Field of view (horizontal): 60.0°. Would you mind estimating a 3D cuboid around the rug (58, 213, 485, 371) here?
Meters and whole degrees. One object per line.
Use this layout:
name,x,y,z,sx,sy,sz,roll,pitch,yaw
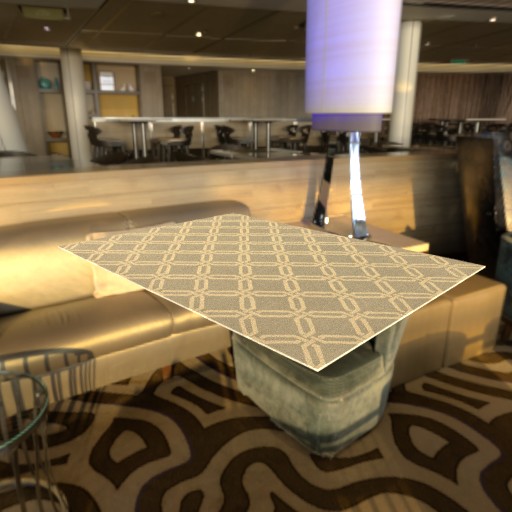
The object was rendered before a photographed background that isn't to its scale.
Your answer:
rug,0.000,0.000,4.266,2.438,0.013,3.353,-16,23,-42
